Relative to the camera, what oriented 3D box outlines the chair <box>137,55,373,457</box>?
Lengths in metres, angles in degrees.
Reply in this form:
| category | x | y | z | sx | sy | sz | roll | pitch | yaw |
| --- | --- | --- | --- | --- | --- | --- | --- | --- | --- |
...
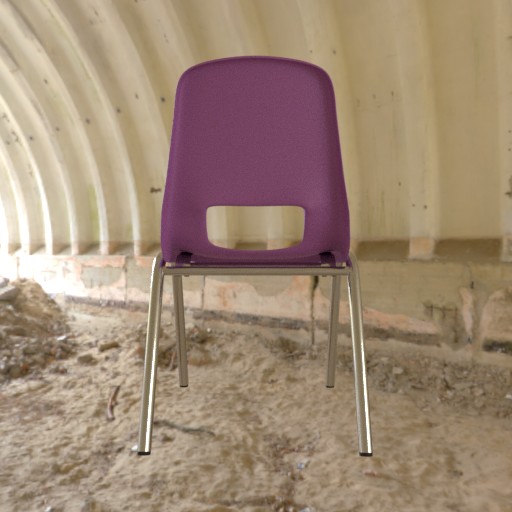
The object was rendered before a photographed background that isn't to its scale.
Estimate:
| category | x | y | z | sx | sy | sz | roll | pitch | yaw |
| --- | --- | --- | --- | --- | --- | --- | --- | --- | --- |
| chair | 0.000 | 0.000 | 0.688 | 0.291 | 0.493 | 0.301 | 0 | 0 | 1 |
